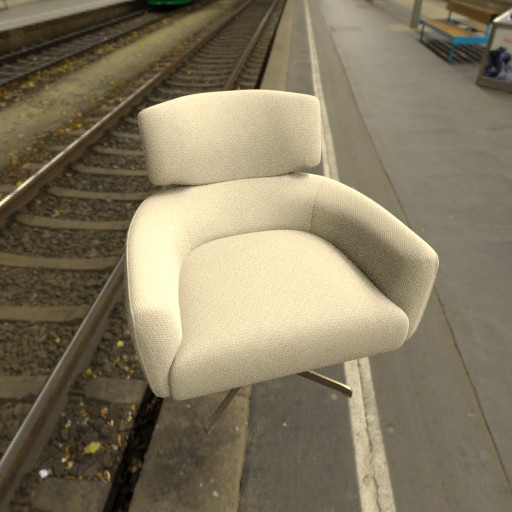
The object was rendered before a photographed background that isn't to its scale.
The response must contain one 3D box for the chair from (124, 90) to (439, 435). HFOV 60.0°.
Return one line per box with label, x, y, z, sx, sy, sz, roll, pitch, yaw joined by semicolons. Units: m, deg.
chair;0.000;0.000;1.337;0.760;0.810;0.730;-9;35;-14
